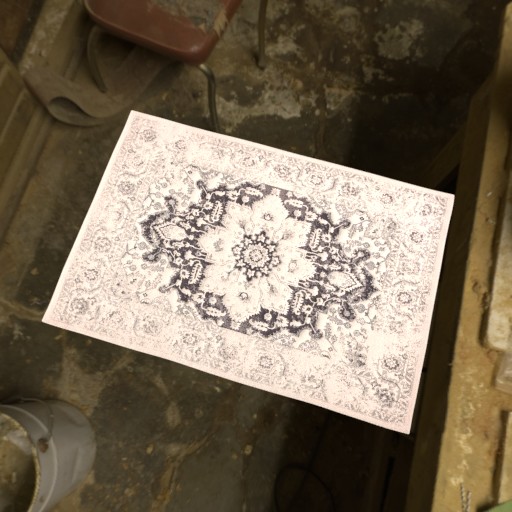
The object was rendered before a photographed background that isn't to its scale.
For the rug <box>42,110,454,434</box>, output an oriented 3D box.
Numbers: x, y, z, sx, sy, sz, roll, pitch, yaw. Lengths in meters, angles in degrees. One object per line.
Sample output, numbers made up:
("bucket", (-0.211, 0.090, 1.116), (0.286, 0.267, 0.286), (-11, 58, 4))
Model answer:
("rug", (0.000, 0.000, 2.234), (1.813, 0.008, 1.223), (16, 75, 4))
